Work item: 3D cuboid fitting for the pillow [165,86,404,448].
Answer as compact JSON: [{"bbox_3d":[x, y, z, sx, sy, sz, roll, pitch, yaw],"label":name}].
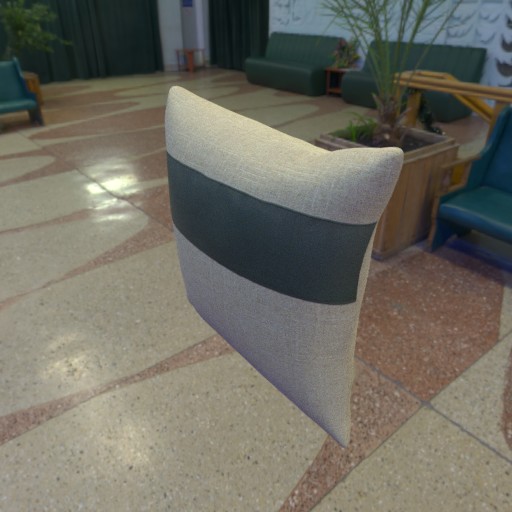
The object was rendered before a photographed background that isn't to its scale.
[{"bbox_3d":[0.000,0.000,0.620,0.173,0.399,0.414,-21,36,-31],"label":"pillow"}]
